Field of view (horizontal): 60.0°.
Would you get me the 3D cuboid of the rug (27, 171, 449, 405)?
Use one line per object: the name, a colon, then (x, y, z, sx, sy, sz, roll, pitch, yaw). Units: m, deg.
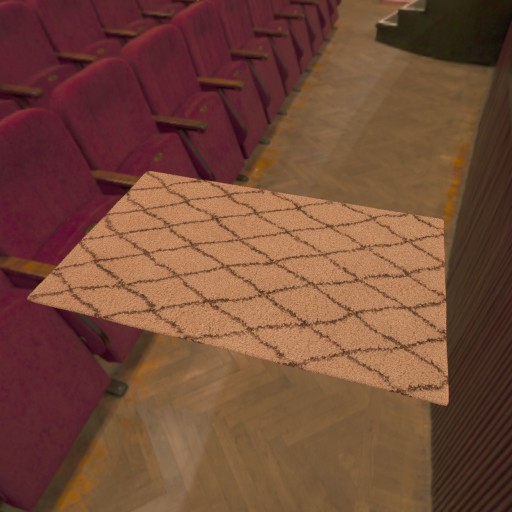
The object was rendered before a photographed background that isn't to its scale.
rug: (0.000, 0.000, 3.367, 2.743, 0.030, 1.778, 11, 42, 13)
